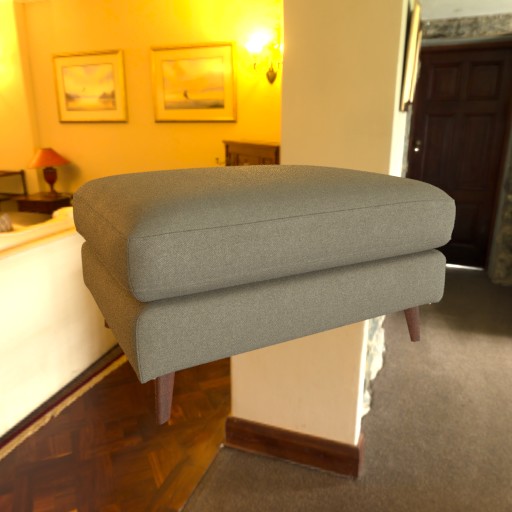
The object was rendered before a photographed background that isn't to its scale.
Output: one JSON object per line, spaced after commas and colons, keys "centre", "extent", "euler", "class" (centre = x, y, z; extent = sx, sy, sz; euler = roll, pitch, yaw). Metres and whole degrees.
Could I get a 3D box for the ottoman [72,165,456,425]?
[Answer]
{"centre": [0.000, 0.000, 1.147], "extent": [0.811, 0.449, 0.608], "euler": [-9, 18, -28], "class": "ottoman"}
